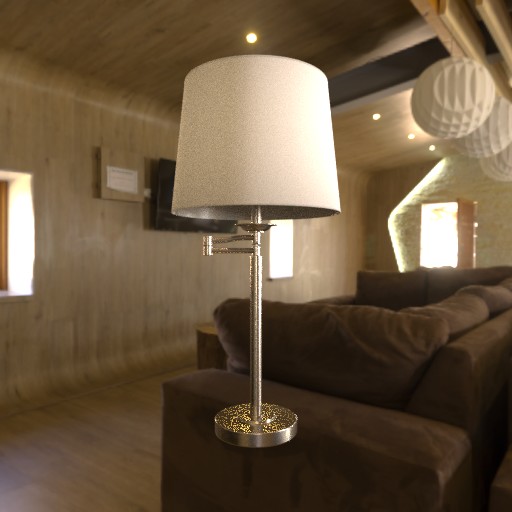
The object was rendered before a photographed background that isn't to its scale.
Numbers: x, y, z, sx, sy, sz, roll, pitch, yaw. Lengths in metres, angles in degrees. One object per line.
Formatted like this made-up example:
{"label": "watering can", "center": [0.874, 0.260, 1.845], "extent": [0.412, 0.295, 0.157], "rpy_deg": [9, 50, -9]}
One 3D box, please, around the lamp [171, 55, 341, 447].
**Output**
{"label": "lamp", "center": [0.000, 0.000, 0.885], "extent": [0.333, 0.696, 0.333], "rpy_deg": [0, 0, 0]}
